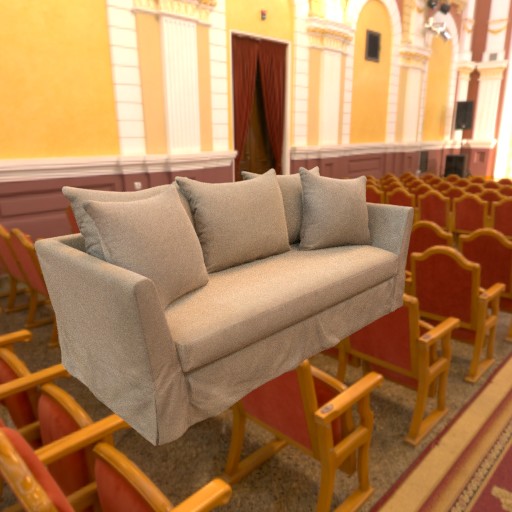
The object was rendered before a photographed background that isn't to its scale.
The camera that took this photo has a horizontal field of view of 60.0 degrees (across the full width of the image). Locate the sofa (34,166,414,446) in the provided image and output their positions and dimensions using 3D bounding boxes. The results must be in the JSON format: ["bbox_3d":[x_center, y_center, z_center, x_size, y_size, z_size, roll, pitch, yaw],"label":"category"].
[{"bbox_3d":[0.000,0.000,2.795,1.031,1.034,2.290,15,22,42],"label":"sofa"}]
